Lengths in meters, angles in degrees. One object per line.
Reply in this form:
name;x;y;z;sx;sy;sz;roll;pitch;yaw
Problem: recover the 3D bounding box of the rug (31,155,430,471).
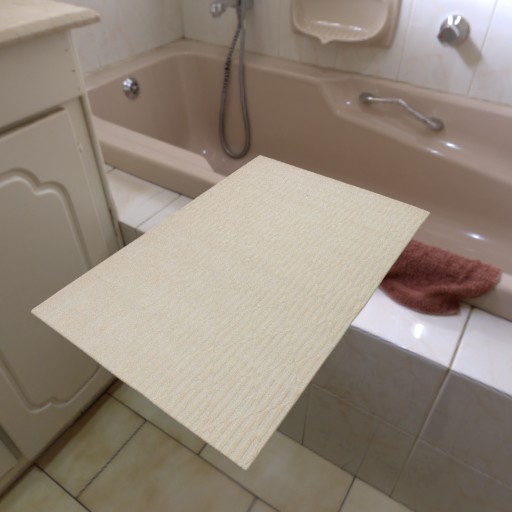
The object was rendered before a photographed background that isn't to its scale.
rug;0.000;0.000;2.325;1.238;0.014;1.848;25;46;26
